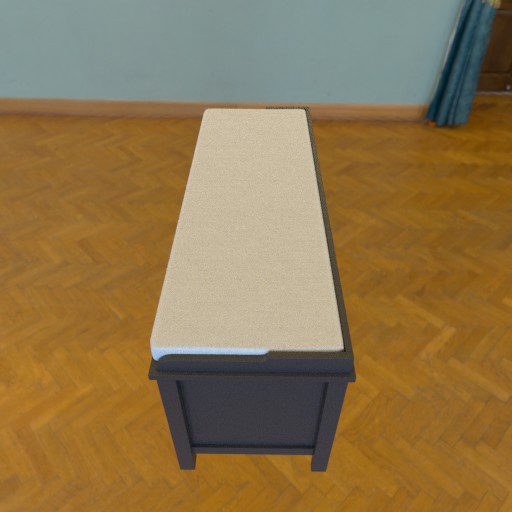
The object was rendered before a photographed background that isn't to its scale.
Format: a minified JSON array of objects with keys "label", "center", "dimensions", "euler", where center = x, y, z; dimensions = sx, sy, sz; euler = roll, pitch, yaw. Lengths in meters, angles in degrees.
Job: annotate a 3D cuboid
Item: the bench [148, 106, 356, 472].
[{"label":"bench","center":[0.000,0.000,1.405],"dimensions":[0.398,0.501,1.140],"euler":[1,42,1]}]
